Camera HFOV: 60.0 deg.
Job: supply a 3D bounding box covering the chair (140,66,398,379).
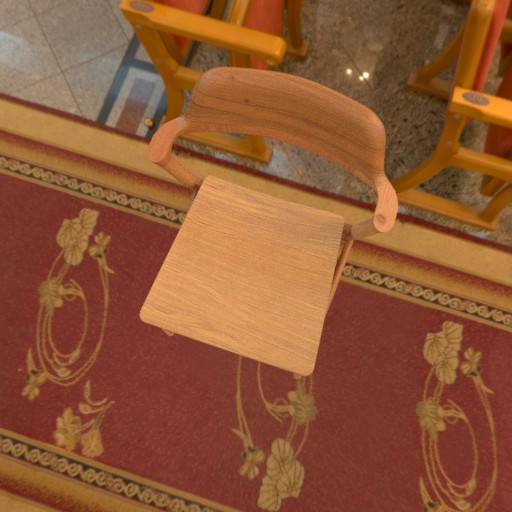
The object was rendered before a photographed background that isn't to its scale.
[{"bbox_3d":[0.000,0.000,1.123,0.512,0.792,0.499,18,76,5],"label":"chair"}]
